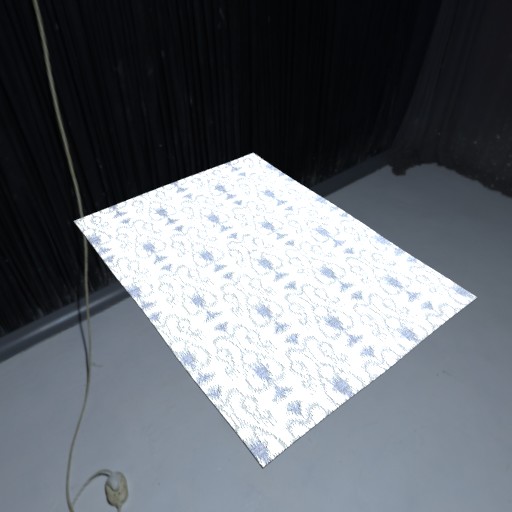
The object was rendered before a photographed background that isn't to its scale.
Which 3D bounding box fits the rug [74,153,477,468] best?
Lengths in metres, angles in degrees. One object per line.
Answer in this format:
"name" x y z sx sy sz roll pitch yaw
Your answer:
"rug" 0.000 0.000 2.990 1.676 0.013 2.261 -27 49 -27
